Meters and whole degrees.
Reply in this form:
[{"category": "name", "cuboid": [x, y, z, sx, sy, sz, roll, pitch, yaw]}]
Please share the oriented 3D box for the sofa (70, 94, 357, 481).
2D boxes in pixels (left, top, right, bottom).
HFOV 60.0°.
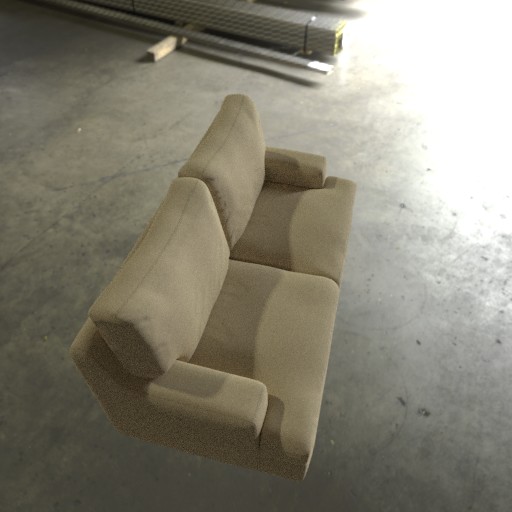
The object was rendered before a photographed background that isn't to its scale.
[{"category": "sofa", "cuboid": [0.000, 0.000, 2.381, 0.962, 0.967, 1.885, 11, 48, 10]}]
